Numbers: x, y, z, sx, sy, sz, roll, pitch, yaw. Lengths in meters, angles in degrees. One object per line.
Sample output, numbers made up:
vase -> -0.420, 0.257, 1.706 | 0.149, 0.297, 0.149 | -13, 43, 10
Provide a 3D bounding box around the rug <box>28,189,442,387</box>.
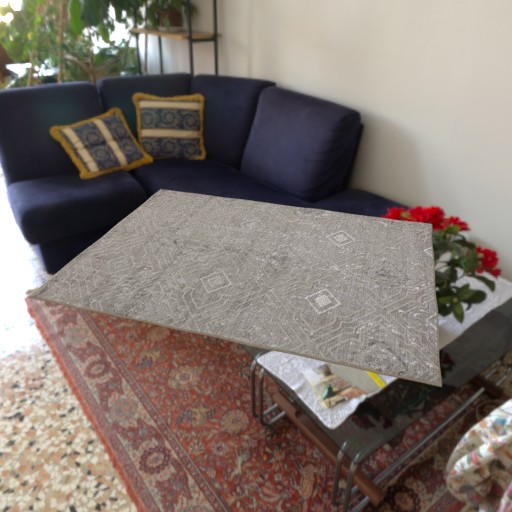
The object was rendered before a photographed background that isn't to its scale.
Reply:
rug -> 0.000, 0.000, 4.366 | 3.359, 0.020, 2.448 | 9, 33, 15
